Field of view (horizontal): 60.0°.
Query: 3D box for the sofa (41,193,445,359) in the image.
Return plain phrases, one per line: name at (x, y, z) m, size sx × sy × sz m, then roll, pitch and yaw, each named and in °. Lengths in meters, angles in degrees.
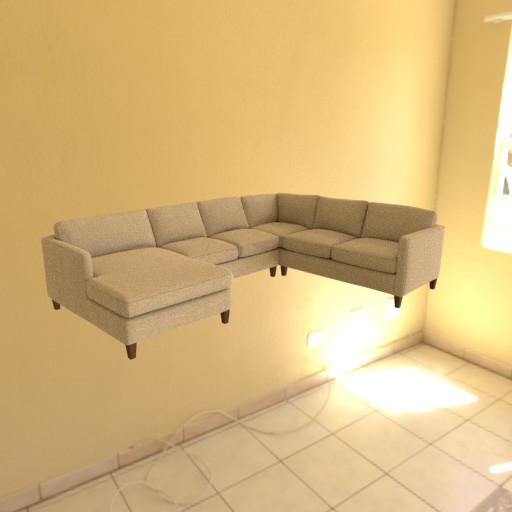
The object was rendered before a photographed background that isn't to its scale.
sofa at (0.000, 0.000, 4.682) m, size 2.593 × 0.959 × 3.460 m, roll 14°, pitch 21°, yaw 43°
